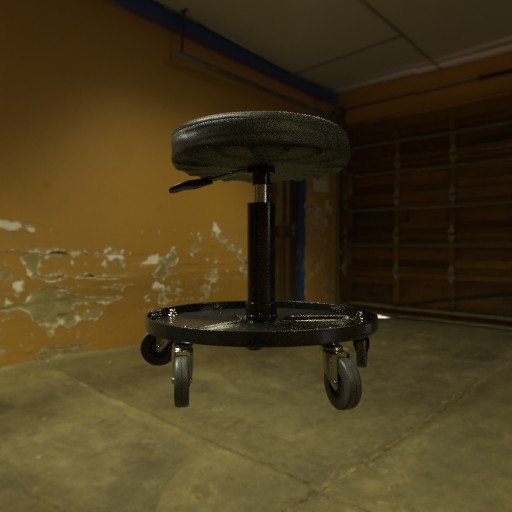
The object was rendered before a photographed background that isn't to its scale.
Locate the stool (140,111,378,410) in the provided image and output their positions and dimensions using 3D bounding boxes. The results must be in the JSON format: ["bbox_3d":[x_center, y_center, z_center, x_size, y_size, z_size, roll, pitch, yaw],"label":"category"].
[{"bbox_3d":[0.000,0.000,0.687,0.382,0.365,0.381,0,0,-1],"label":"stool"}]
